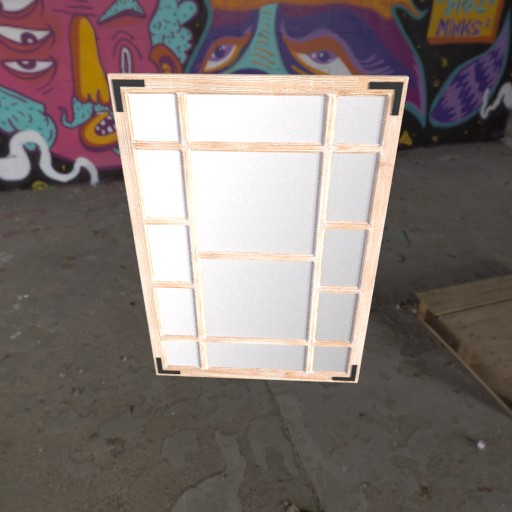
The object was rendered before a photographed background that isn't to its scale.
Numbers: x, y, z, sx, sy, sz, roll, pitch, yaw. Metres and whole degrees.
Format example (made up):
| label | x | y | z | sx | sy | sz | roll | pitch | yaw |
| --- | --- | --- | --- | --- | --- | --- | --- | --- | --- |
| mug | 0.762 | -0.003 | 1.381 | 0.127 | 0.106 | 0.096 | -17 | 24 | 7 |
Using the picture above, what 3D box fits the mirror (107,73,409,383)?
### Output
| label | x | y | z | sx | sy | sz | roll | pitch | yaw |
| --- | --- | --- | --- | --- | --- | --- | --- | --- | --- |
| mirror | 0.000 | 0.000 | 1.300 | 0.705 | 0.996 | 0.025 | 2 | 31 | 3 |
